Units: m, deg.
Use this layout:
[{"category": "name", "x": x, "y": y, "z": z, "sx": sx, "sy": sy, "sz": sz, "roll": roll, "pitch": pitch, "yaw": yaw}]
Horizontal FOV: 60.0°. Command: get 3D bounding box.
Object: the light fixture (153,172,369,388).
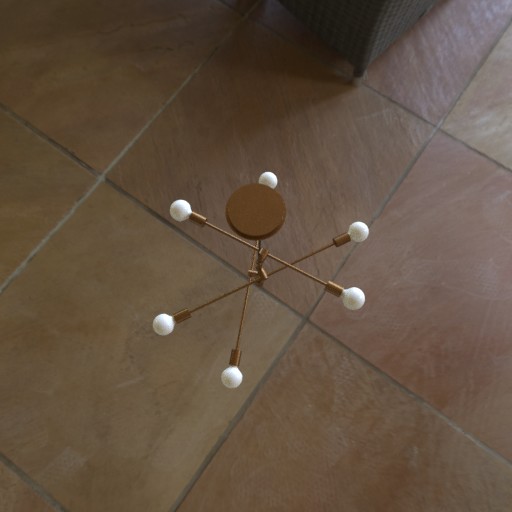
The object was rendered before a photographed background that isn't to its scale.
[{"category": "light fixture", "x": 0.000, "y": 0.000, "z": 1.236, "sx": 0.637, "sy": 0.744, "sz": 0.682, "roll": 38, "pitch": 78, "yaw": 10}]
